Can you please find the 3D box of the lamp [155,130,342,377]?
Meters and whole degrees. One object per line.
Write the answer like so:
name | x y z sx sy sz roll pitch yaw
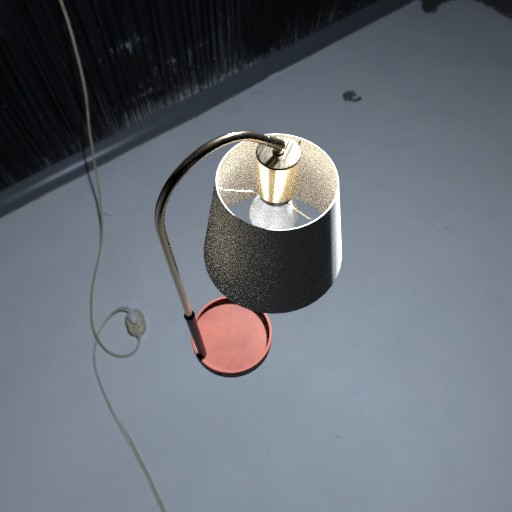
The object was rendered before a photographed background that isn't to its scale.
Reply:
lamp | 0.000 0.000 0.658 0.273 0.536 0.211 -32 66 -17
